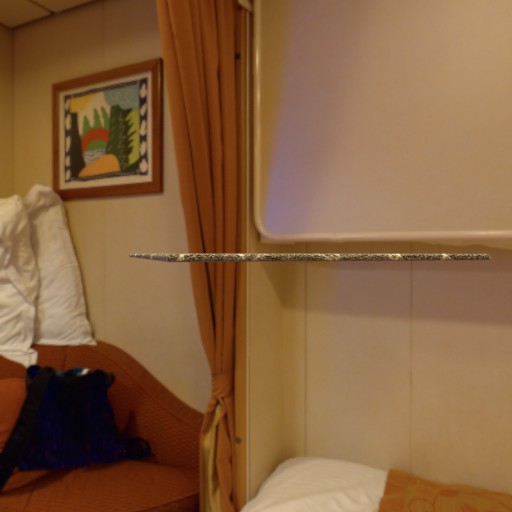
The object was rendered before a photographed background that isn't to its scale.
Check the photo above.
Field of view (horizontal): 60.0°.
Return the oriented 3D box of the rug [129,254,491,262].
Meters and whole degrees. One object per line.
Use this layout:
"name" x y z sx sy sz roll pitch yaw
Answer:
"rug" 0.000 0.000 2.996 1.524 0.030 2.438 0 0 -19
